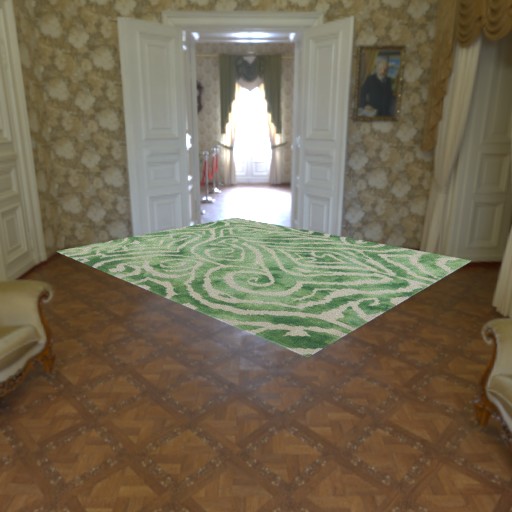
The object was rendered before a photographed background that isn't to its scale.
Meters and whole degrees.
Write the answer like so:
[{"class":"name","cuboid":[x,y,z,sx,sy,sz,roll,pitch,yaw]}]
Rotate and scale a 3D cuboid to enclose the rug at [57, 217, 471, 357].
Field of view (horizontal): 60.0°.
[{"class":"rug","cuboid":[0.000,0.000,4.159,3.045,0.007,2.436,14,21,41]}]
